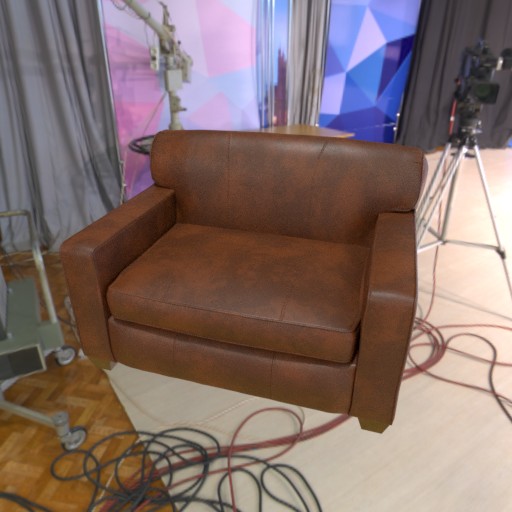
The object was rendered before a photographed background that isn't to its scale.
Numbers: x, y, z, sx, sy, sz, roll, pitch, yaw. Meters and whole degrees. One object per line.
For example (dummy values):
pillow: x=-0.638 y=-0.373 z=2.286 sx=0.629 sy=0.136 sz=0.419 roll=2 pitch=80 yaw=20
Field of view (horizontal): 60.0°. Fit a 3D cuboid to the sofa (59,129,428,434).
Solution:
sofa: x=0.000 y=0.000 z=2.048 sx=1.413 sy=0.956 sz=1.000 roll=8 pitch=29 yaw=15
